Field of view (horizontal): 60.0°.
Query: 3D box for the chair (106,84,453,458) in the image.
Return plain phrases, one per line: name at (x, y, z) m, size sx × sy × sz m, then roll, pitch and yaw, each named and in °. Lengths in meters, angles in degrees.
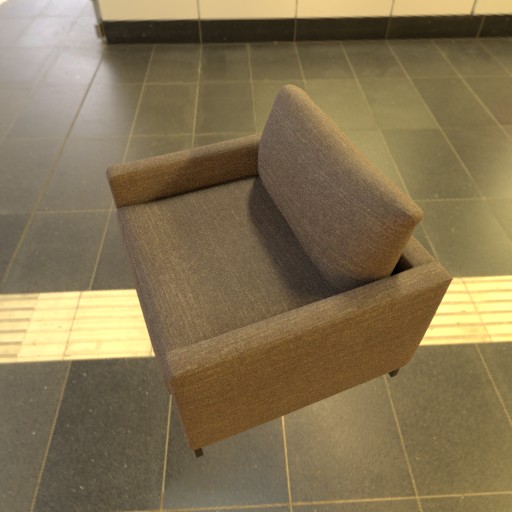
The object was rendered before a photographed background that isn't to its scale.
chair at (0.000, 0.000, 1.558) m, size 0.845 × 0.841 × 0.940 m, roll -17°, pitch 49°, yaw -15°
